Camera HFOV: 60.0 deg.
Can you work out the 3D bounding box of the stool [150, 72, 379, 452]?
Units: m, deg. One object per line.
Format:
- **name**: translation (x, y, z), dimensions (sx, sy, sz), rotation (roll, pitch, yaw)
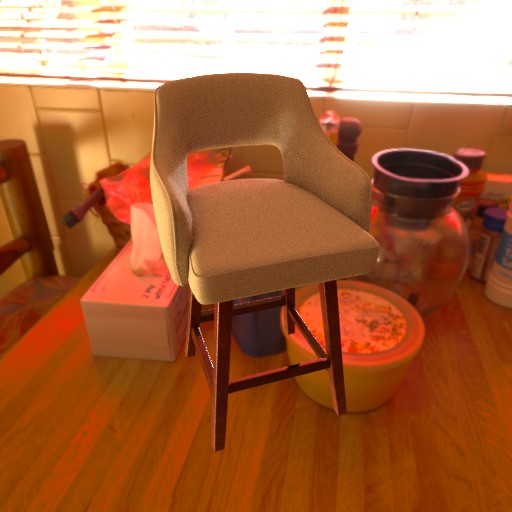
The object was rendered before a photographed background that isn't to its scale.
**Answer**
- **stool**: translation (0.000, 0.000, 1.299), dimensions (0.550, 0.936, 0.560), rotation (-10, 31, -16)
